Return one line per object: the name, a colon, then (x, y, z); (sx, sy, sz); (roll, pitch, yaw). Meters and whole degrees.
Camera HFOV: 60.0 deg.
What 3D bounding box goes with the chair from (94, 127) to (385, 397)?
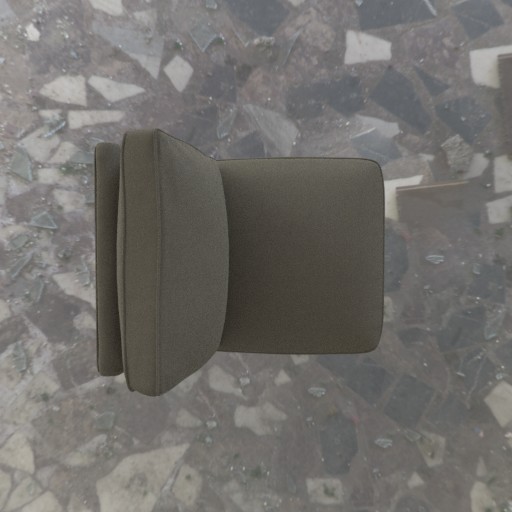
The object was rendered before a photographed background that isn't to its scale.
chair: (0.000, 0.000, 1.649); (0.924, 1.045, 0.724); (0, 92, 1)
